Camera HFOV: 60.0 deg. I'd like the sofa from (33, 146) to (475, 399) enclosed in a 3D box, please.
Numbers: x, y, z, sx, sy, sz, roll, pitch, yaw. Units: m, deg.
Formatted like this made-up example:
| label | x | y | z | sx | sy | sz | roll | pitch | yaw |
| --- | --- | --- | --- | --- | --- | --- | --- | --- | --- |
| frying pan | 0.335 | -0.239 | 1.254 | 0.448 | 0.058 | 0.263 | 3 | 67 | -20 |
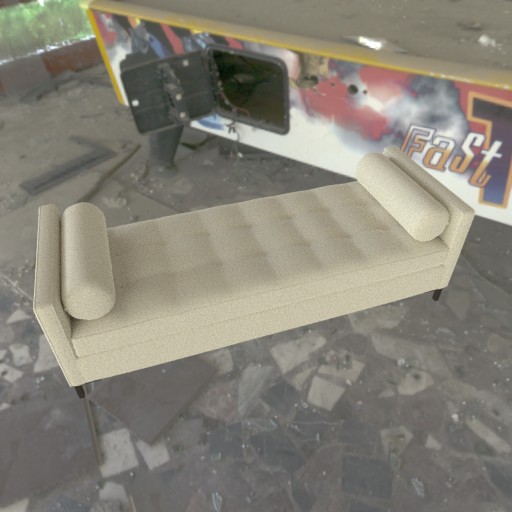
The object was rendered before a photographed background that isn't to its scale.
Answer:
| label | x | y | z | sx | sy | sz | roll | pitch | yaw |
| --- | --- | --- | --- | --- | --- | --- | --- | --- | --- |
| sofa | 0.000 | 0.000 | 2.316 | 1.985 | 0.641 | 0.746 | -12 | 42 | -14 |
